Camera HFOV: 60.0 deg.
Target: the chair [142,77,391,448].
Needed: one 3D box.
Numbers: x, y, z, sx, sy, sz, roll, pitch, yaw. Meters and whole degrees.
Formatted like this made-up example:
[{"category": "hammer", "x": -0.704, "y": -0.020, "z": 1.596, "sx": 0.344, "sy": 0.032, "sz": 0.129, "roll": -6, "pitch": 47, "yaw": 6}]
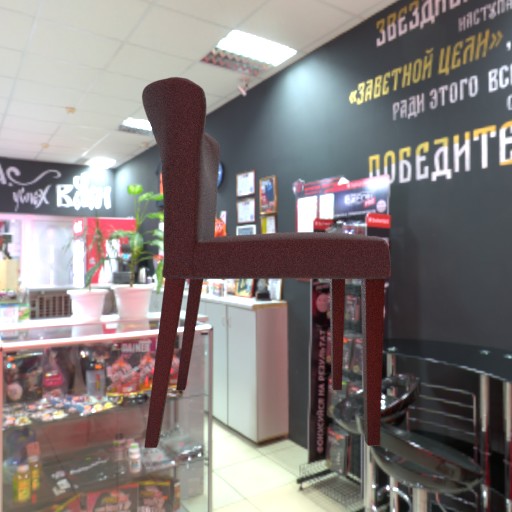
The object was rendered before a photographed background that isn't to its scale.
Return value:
[{"category": "chair", "x": 0.000, "y": 0.000, "z": 1.191, "sx": 0.592, "sy": 0.839, "sz": 0.491, "roll": 0, "pitch": 0, "yaw": -1}]
